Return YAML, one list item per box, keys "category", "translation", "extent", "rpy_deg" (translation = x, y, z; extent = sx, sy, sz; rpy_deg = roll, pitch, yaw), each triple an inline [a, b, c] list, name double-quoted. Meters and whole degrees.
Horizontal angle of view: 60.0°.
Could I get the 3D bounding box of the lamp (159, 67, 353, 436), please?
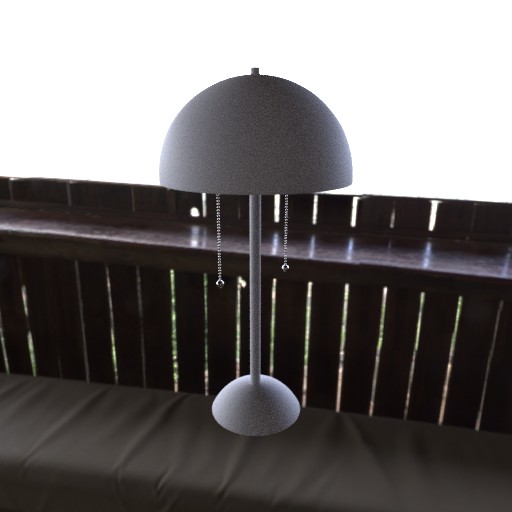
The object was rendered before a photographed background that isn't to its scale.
- category: "lamp"
  translation: [0.000, 0.000, 0.419]
  extent: [0.171, 0.330, 0.171]
  rpy_deg: [0, 16, 0]
